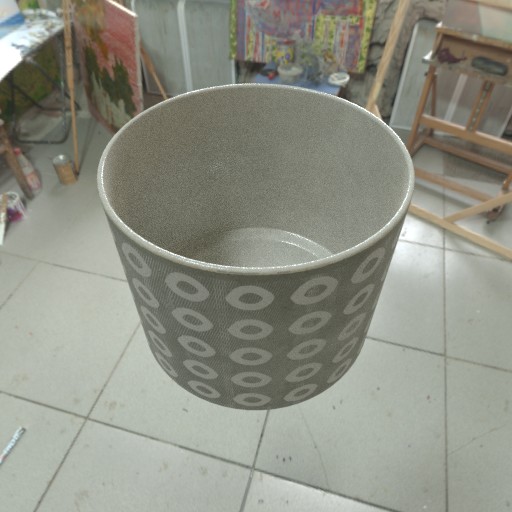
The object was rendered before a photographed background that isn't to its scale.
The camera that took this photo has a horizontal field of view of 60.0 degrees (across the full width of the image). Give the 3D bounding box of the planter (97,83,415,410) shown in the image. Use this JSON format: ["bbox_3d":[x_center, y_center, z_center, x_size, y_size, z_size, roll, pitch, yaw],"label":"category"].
[{"bbox_3d":[0.000,0.000,0.445,0.250,0.239,0.250,0,47,0],"label":"planter"}]
